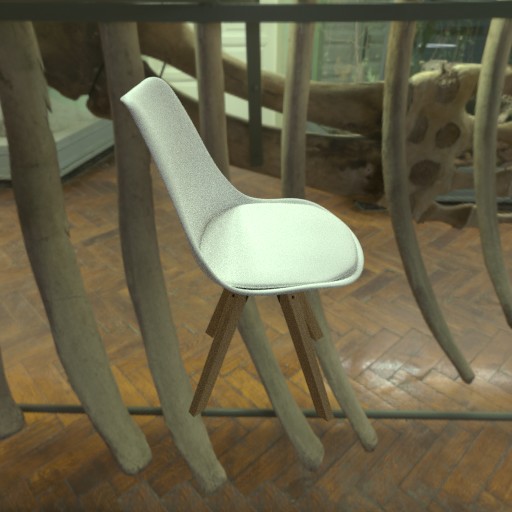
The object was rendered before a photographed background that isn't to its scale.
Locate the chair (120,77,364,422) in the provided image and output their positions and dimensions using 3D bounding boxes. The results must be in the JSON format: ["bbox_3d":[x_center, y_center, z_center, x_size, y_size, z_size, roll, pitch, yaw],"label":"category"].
[{"bbox_3d":[0.000,0.000,1.170,0.550,0.849,0.485,1,32,2],"label":"chair"}]
